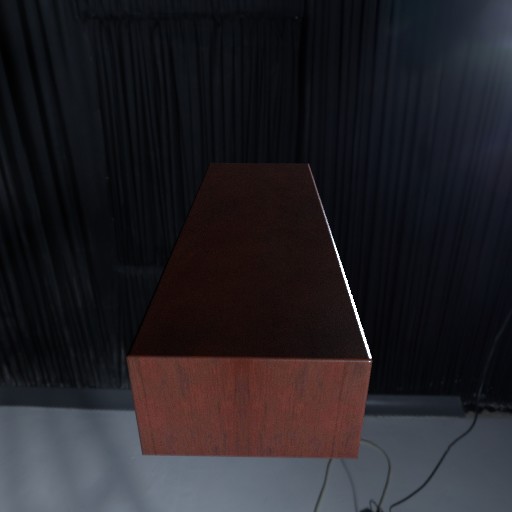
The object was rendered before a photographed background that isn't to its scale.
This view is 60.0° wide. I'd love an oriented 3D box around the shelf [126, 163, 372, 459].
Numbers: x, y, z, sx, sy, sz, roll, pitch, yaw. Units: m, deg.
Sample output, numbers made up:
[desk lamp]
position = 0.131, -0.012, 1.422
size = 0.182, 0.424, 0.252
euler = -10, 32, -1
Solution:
[shelf]
position = 0.000, 0.000, 0.498
size = 0.152, 0.088, 0.457
euler = 1, 27, 1
